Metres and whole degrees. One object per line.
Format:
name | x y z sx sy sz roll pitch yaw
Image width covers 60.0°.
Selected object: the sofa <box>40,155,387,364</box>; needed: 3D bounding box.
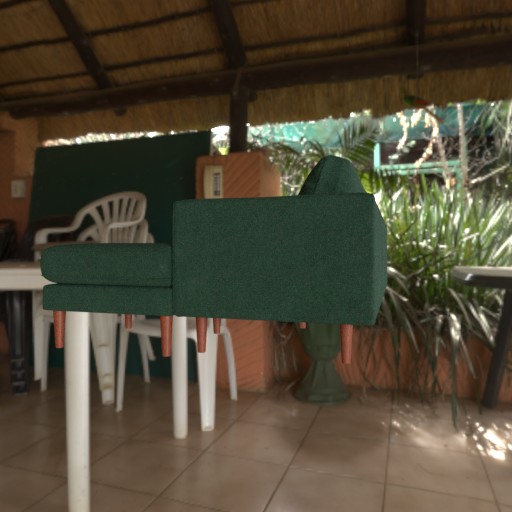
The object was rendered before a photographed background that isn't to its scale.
sofa | 0.000 0.000 2.858 1.580 0.899 2.030 0 0 18
